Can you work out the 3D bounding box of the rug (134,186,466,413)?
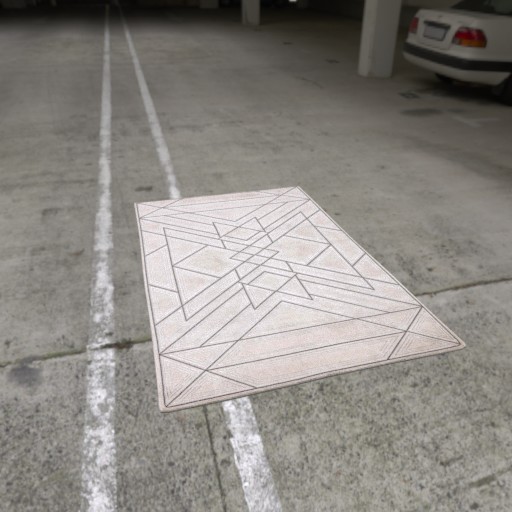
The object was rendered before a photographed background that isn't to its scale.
[{"bbox_3d":[0.000,0.000,3.126,1.575,0.023,2.459,-8,30,-14],"label":"rug"}]
